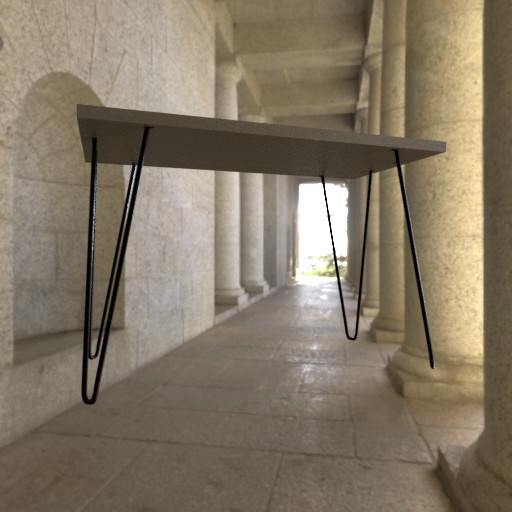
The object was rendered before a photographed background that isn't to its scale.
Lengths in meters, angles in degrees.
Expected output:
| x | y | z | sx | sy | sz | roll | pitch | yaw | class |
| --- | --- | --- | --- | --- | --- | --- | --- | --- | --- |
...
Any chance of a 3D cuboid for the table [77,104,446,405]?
| x | y | z | sx | sy | sz | roll | pitch | yaw | class |
| --- | --- | --- | --- | --- | --- | --- | --- | --- | --- |
| 0.000 | 0.000 | 1.356 | 0.991 | 0.660 | 0.499 | 0 | 0 | -19 | table |
